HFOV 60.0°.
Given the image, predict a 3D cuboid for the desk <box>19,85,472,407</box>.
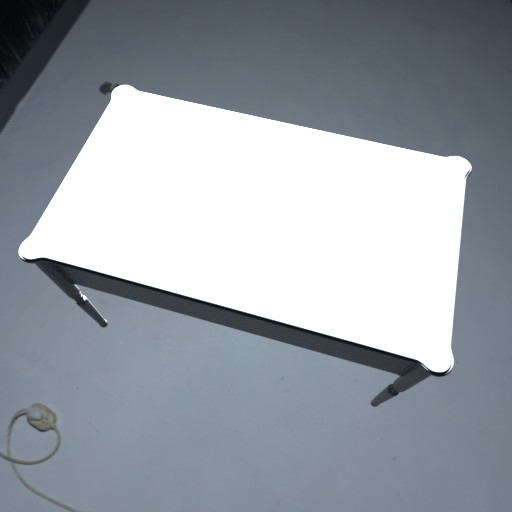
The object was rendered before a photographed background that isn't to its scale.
[{"bbox_3d":[0.000,0.000,1.824,1.380,0.762,0.807,14,64,7],"label":"desk"}]
